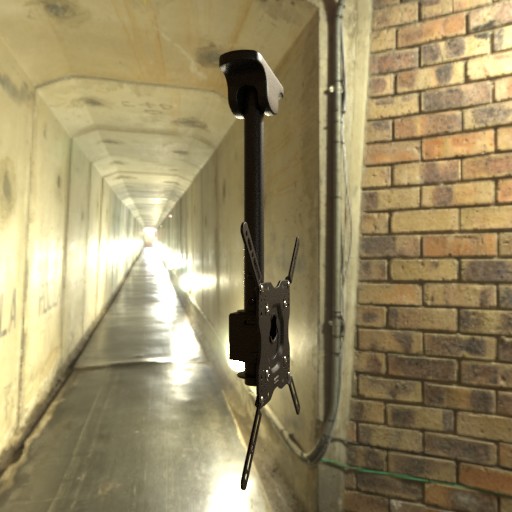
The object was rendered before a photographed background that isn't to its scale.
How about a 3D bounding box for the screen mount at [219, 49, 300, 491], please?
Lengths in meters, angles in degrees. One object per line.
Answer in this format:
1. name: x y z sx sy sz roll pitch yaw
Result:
1. screen mount: 0.000 0.000 0.878 0.090 0.729 0.393 0 -1 18
